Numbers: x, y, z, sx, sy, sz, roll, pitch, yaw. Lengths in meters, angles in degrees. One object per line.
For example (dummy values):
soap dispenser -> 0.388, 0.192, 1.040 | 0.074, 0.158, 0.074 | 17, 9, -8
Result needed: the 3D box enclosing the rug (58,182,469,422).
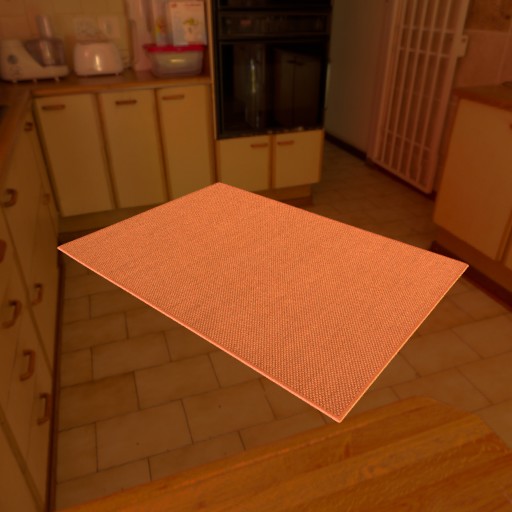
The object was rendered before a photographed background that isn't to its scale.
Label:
rug -> 0.000, 0.000, 2.806 | 2.134, 0.013, 1.524 | 23, 38, 34
